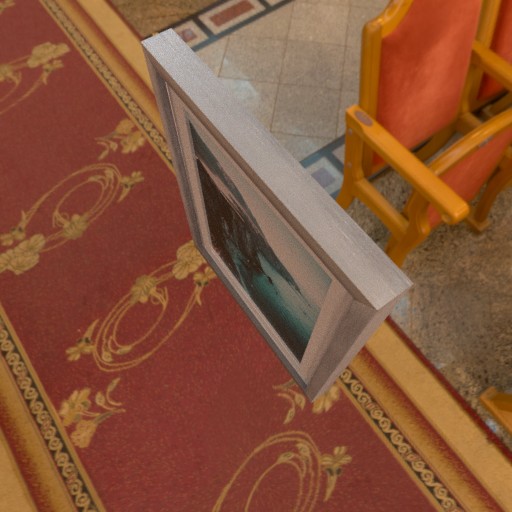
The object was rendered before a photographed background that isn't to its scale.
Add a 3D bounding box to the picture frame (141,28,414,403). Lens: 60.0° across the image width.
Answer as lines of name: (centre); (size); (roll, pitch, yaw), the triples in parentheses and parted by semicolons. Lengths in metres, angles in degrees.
picture frame: (0.000, 0.000, 0.743); (0.046, 0.555, 0.449); (-32, 68, -15)
